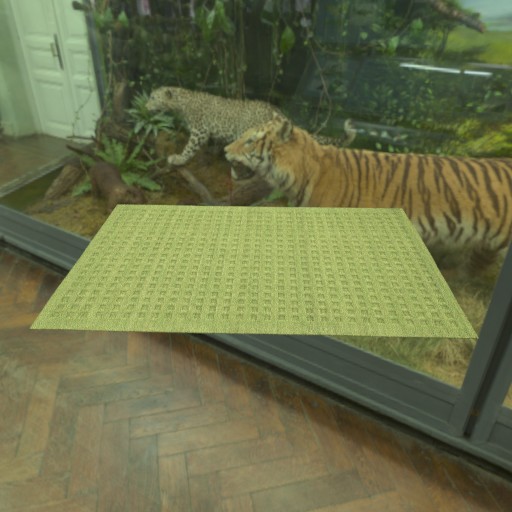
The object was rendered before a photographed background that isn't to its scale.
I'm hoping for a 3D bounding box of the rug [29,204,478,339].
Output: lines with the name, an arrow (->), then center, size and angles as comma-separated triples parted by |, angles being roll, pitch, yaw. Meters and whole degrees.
rug -> 0.000, 0.000, 2.905 | 2.297, 0.007, 1.529 | 1, 31, 2
